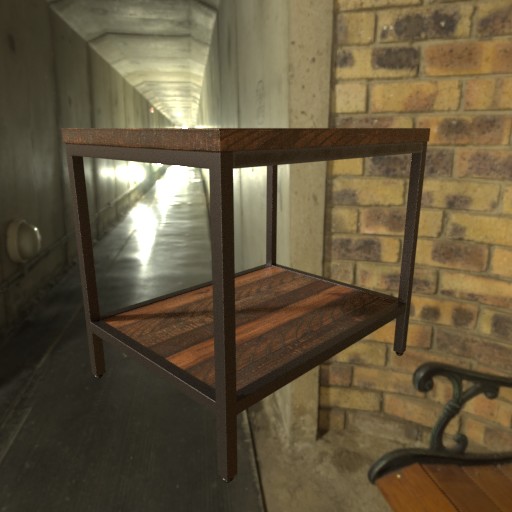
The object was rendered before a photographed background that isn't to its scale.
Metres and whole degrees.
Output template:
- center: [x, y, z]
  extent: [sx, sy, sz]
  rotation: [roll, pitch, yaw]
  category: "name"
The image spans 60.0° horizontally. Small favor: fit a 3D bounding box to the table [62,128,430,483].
- center: [0.000, 0.000, 1.105]
  extent: [0.524, 0.612, 0.678]
  rotation: [15, 22, 42]
  category: "table"
